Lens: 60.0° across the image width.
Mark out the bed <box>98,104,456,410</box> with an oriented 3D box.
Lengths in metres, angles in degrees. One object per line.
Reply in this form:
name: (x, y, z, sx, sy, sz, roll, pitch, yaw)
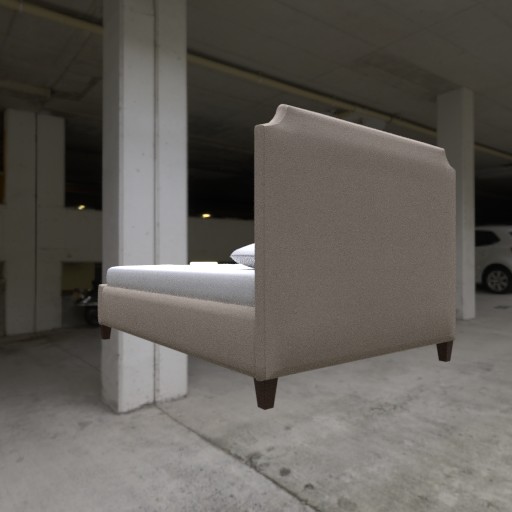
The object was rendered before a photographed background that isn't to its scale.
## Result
bed: (0.000, 0.000, 3.444, 1.713, 1.443, 2.372, 0, 0, -37)
